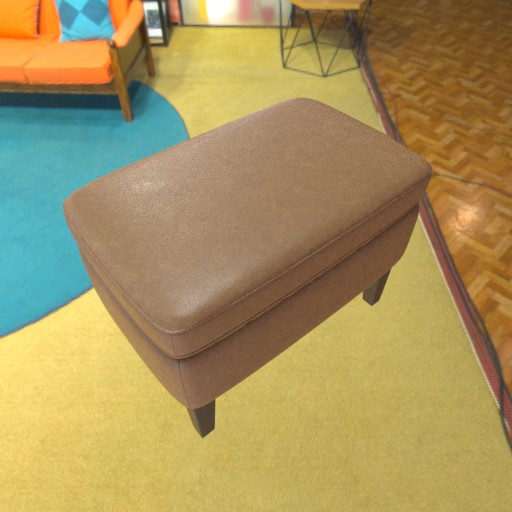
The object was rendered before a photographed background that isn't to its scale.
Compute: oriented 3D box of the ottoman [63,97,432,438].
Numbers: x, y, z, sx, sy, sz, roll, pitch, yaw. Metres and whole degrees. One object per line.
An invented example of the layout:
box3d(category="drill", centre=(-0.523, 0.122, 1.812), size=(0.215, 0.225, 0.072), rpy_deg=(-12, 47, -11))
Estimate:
box3d(category="ottoman", centre=(0.000, 0.000, 1.018), size=(0.670, 0.480, 0.420), rpy_deg=(-31, 54, -26))
